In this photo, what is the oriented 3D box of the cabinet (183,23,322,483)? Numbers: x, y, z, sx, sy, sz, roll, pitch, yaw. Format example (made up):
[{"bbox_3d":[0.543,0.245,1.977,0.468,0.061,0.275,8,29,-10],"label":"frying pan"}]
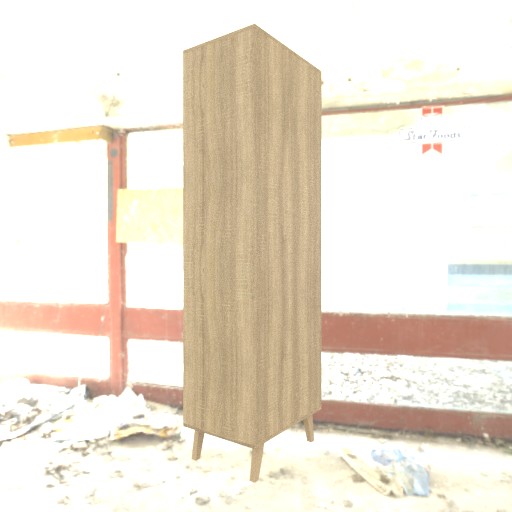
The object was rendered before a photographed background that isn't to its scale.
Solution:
[{"bbox_3d":[0.000,0.000,2.112,0.400,1.850,0.570,0,0,36],"label":"cabinet"}]
